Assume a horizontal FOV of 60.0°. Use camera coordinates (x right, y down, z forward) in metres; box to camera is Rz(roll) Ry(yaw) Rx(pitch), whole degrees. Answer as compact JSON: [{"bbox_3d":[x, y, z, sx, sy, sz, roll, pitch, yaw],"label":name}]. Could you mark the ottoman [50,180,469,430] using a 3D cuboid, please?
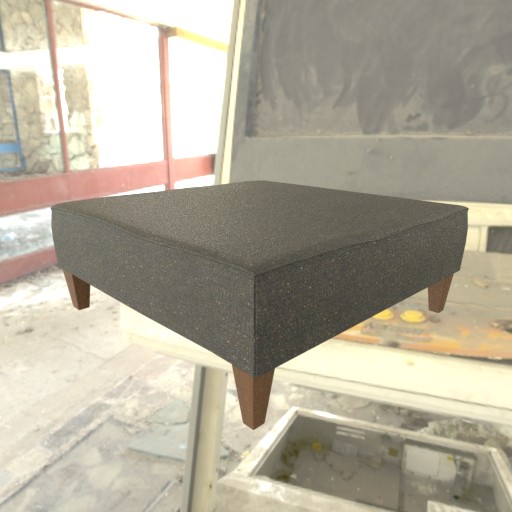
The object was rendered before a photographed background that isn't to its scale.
[{"bbox_3d":[0.000,0.000,1.498,0.968,0.382,1.004,-15,22,-42],"label":"ottoman"}]
